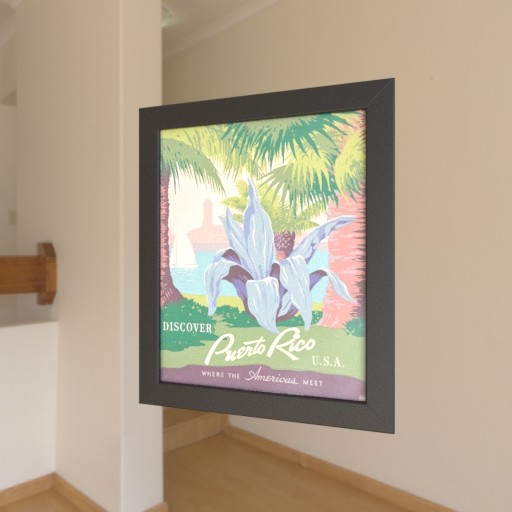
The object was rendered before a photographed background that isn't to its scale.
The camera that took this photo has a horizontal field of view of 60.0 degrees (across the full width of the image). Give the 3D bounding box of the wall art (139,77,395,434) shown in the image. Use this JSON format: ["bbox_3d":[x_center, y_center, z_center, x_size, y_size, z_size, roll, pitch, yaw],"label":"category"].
[{"bbox_3d":[0.000,0.000,0.805,0.481,0.582,0.018,0,0,18],"label":"wall art"}]
